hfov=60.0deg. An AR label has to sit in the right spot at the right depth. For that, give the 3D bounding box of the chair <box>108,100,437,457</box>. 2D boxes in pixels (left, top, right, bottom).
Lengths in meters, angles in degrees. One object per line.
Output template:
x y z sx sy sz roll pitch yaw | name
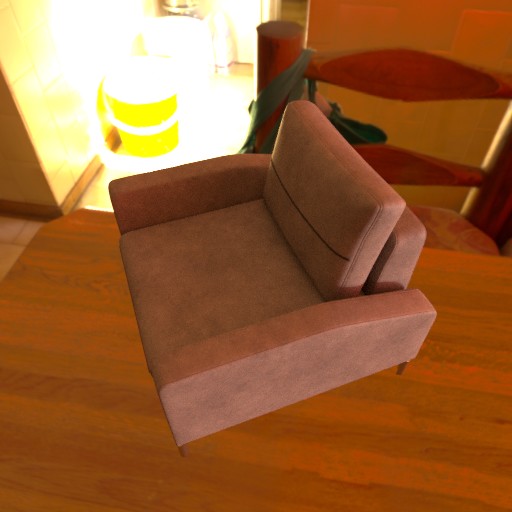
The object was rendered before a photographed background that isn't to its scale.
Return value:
0.000 0.000 1.572 0.900 0.800 0.900 -16 49 -14 | chair
